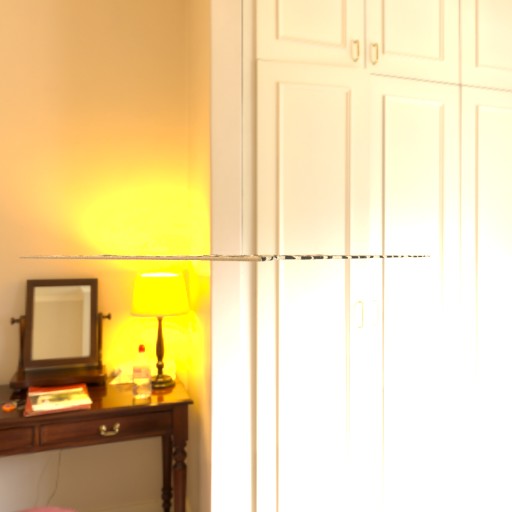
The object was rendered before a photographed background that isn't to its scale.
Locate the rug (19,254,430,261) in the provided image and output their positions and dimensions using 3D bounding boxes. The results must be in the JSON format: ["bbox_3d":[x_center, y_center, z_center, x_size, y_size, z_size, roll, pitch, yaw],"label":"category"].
[{"bbox_3d":[0.000,0.000,4.297,2.444,0.036,3.369,0,0,35],"label":"rug"}]
